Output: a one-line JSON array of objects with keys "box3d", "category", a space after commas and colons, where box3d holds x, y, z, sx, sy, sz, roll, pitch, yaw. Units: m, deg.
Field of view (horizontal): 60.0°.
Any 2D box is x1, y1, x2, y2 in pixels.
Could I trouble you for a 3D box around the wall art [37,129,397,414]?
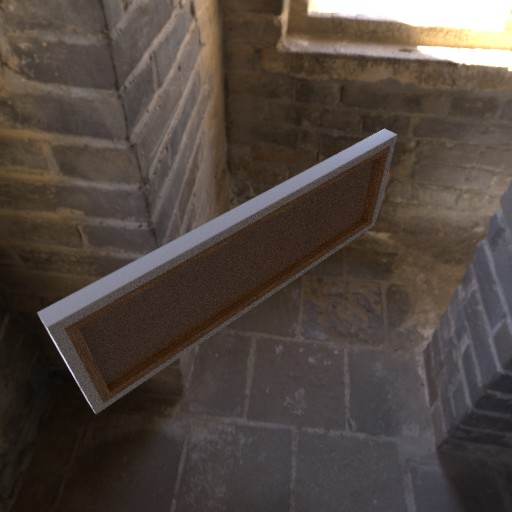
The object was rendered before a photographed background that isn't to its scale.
[{"box3d": [0.000, 0.000, 0.868, 0.766, 0.256, 0.036, -31, 53, -27], "category": "wall art"}]
